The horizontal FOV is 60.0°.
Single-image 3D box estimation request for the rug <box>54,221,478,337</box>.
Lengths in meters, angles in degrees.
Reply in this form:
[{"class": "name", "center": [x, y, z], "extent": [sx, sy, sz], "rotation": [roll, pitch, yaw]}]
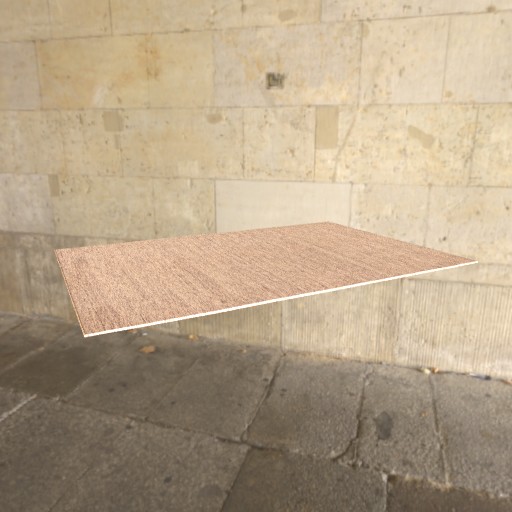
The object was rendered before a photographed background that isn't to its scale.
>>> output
[{"class": "rug", "center": [0.000, 0.000, 2.307], "extent": [1.840, 0.013, 1.225], "rotation": [-8, 17, -27]}]
